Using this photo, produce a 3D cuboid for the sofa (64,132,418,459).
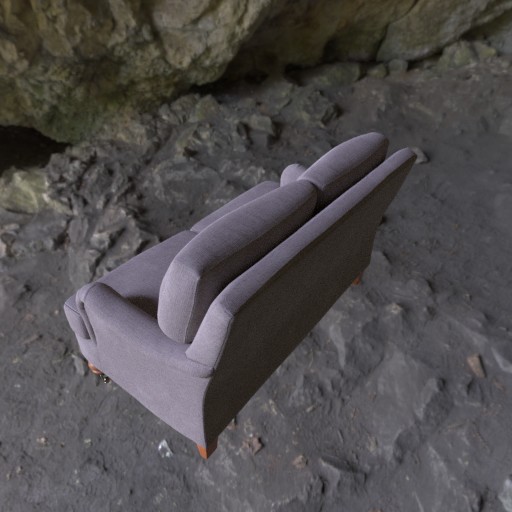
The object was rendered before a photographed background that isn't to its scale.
[{"bbox_3d":[0.000,0.000,2.497,1.084,1.101,1.853,21,39,29],"label":"sofa"}]
